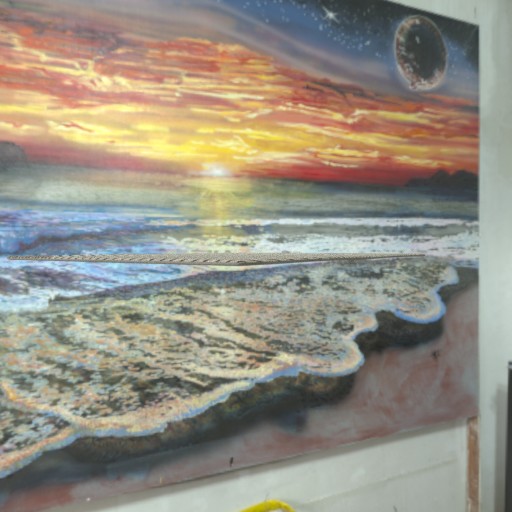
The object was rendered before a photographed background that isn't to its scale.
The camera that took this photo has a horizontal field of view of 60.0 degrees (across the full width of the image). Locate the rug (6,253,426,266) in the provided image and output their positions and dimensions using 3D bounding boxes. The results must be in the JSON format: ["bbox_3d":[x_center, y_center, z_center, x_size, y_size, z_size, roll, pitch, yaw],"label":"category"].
[{"bbox_3d":[0.000,0.000,2.874,1.539,0.023,2.406,1,1,35],"label":"rug"}]
